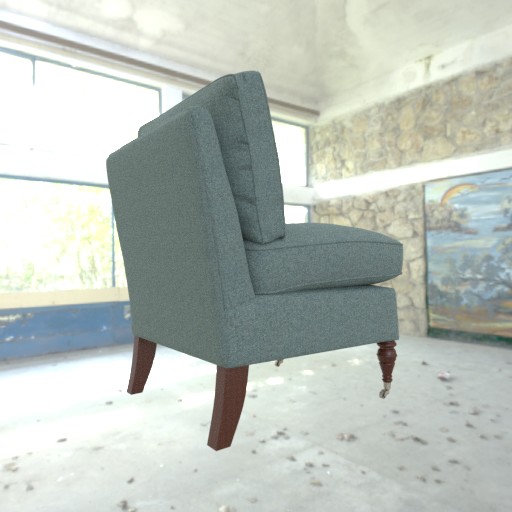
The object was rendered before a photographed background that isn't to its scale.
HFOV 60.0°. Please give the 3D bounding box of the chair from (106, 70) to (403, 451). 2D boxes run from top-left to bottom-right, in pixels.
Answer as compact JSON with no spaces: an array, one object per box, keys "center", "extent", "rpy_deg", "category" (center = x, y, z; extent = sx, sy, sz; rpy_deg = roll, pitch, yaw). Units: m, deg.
[{"center":[0.000,0.000,1.437],"extent":[0.796,0.901,0.624],"rpy_deg":[1,-1,-36],"category":"chair"}]
